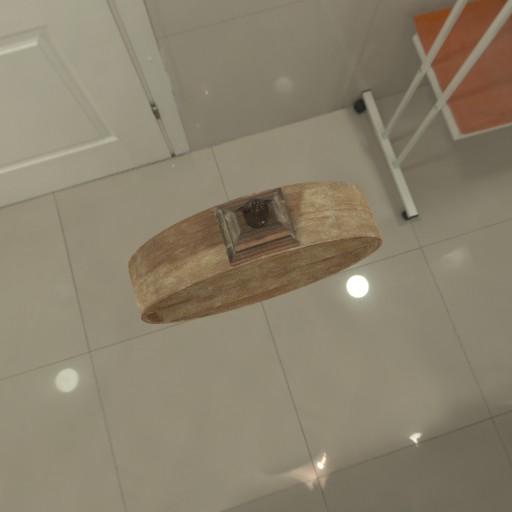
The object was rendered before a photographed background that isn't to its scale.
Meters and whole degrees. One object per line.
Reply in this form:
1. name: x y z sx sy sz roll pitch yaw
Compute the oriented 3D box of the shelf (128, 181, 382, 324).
1. shelf: 0.000 0.000 1.043 0.601 0.725 0.125 -17 77 -4
